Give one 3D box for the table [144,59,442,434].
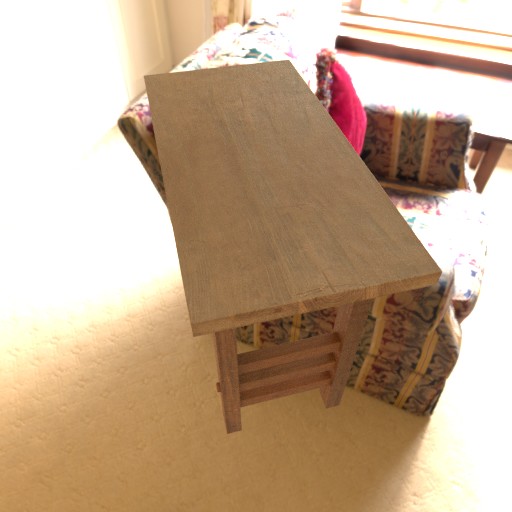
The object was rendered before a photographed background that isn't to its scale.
[{"bbox_3d":[0.000,0.000,1.626,0.556,0.914,1.119,-11,48,-10],"label":"table"}]
